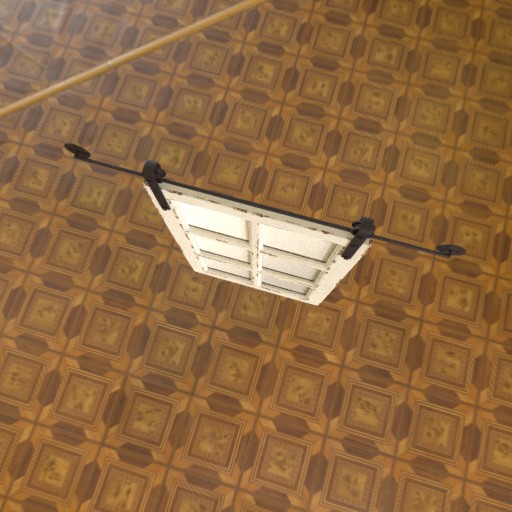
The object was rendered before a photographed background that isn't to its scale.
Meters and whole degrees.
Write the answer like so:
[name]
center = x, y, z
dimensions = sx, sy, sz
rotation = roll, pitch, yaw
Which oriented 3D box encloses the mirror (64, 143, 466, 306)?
[mirror]
center = 0.000, 0.000, 1.214
dimensions = 0.808, 0.844, 0.037
rotation = 15, 76, 4
